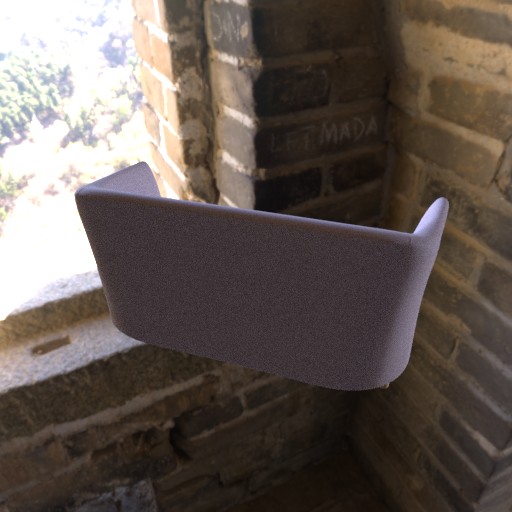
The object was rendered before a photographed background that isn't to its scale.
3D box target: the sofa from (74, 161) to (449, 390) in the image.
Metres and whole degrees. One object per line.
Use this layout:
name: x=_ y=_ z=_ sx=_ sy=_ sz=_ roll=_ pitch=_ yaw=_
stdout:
sofa: x=0.000 y=0.000 z=1.862 sx=1.452 sy=0.721 sz=0.705 roll=10 pitch=33 yaw=16
